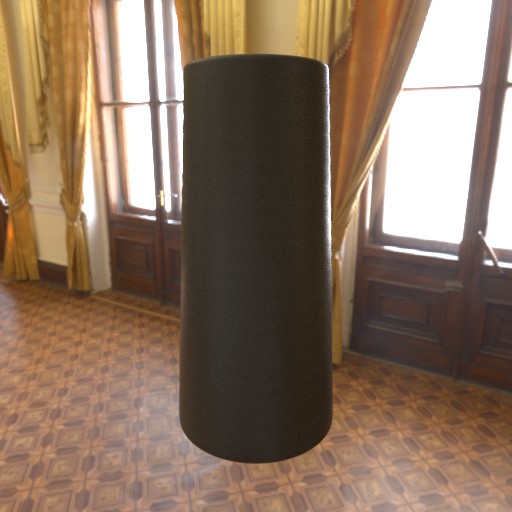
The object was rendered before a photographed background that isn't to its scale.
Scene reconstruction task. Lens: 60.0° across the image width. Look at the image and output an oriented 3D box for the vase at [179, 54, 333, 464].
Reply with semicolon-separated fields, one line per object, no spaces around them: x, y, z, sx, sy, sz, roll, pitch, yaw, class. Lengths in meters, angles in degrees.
0.000;0.000;0.363;0.136;0.289;0.136;14;21;43;vase
